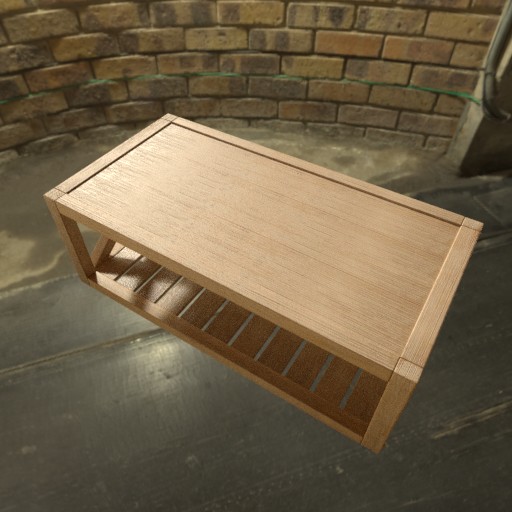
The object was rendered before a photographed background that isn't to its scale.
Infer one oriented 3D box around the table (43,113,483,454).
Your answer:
[{"bbox_3d":[0.000,0.000,1.630,1.321,0.457,0.660,25,51,22],"label":"table"}]
